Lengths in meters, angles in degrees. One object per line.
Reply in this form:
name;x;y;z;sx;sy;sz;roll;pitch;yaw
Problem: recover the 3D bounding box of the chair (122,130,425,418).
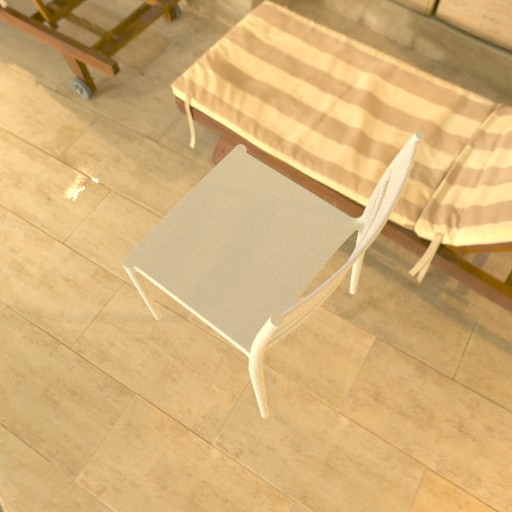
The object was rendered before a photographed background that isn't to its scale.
chair;0.000;0.000;1.153;0.511;0.800;0.531;34;68;16
